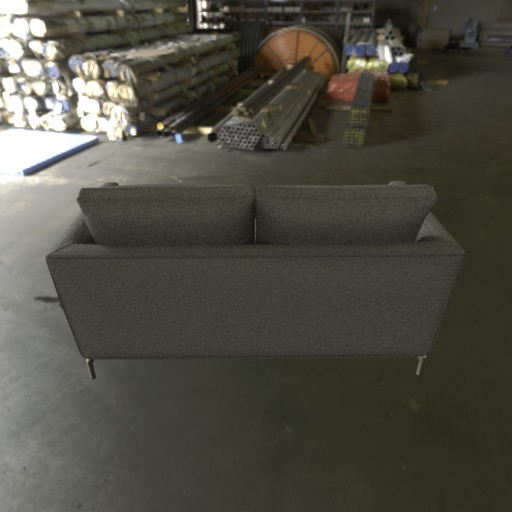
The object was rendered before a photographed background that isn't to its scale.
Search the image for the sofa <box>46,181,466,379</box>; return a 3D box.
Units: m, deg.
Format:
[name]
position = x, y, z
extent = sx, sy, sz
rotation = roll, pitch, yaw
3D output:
[sofa]
position = 0.000, 0.000, 2.112
extent = 1.594, 0.924, 0.803
rotation = 0, 30, -1
